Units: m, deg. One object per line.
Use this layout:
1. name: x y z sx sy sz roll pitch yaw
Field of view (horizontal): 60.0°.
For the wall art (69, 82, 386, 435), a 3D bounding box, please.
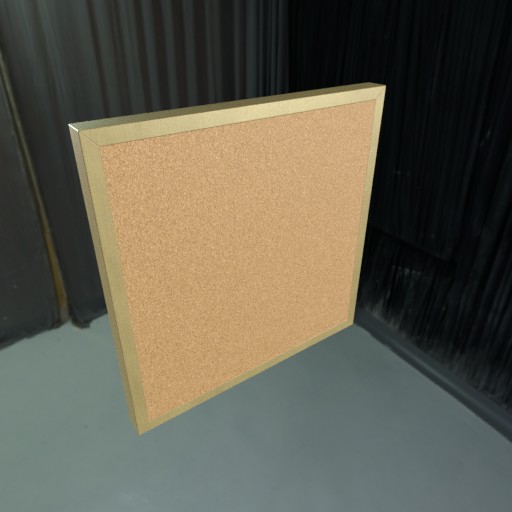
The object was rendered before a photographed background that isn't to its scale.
1. wall art: 0.000 0.000 0.756 0.508 0.508 0.038 -20 35 -30
